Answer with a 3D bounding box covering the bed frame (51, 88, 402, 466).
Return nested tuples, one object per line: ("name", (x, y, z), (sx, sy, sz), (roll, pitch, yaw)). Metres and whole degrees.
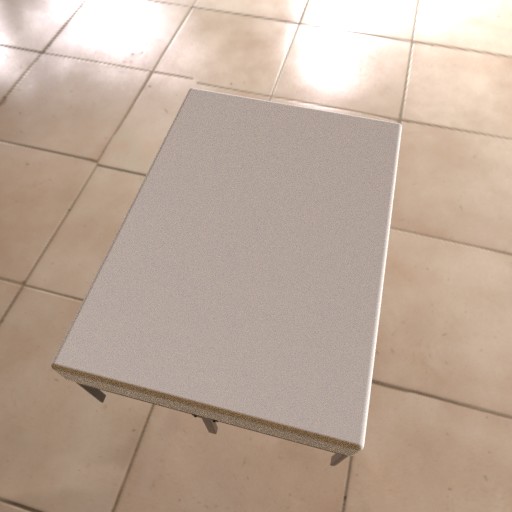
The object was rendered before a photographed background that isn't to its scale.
("bed frame", (0.000, 0.000, 2.644), (1.408, 0.659, 1.956), (12, 60, 7))
